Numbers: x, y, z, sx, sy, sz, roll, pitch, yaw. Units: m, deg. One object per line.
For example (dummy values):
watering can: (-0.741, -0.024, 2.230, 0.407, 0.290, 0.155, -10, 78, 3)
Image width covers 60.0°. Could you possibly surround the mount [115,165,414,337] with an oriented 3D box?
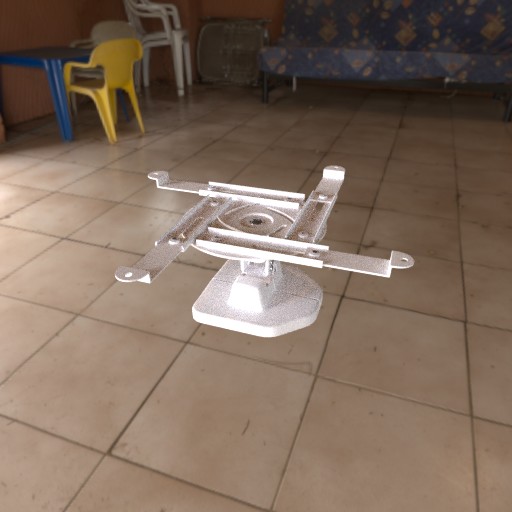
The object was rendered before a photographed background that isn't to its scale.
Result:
mount: (0.000, 0.000, 0.606, 0.394, 0.141, 0.394, 10, 32, 16)
